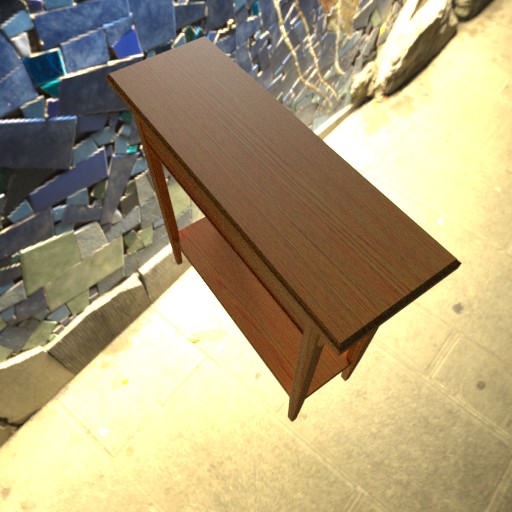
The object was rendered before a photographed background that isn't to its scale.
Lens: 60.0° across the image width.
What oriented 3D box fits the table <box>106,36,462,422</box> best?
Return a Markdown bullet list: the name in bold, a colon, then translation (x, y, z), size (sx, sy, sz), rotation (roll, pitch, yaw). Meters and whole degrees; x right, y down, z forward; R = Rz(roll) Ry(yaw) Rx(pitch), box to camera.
- **table**: translation (0.000, 0.000, 1.118), size (0.254, 0.711, 0.762), rotation (-31, 62, -18)
